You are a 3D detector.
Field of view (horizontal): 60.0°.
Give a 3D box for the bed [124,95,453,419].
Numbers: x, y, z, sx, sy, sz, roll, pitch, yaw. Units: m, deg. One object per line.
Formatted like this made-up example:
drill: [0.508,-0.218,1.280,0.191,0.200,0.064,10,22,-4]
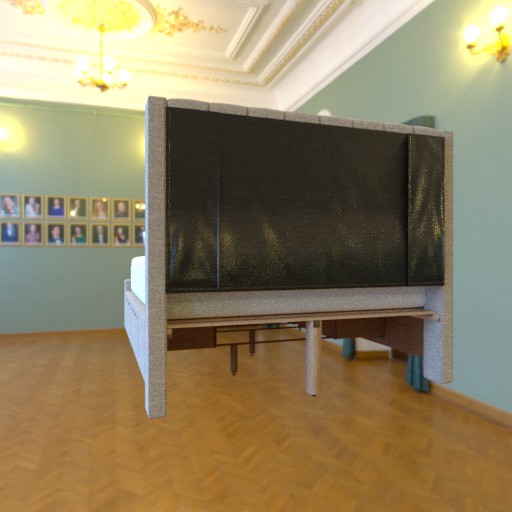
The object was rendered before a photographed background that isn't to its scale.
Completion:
bed: [0.000,0.000,3.796,2.044,1.748,2.372,0,0,-20]
